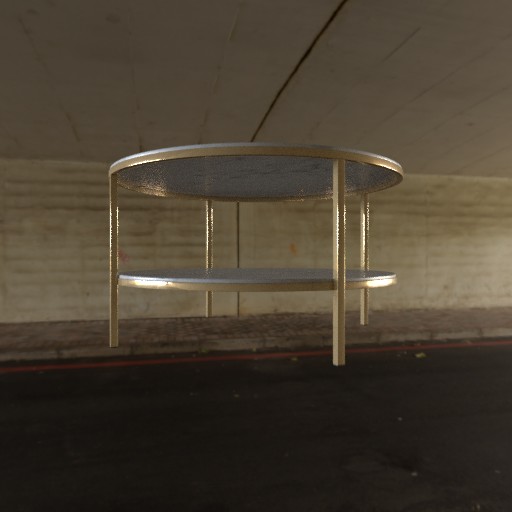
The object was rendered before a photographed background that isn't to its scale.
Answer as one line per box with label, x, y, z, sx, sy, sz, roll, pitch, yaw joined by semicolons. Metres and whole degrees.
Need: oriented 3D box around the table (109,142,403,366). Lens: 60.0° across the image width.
table;0.000;0.000;1.269;0.800;0.450;0.800;0;0;0
